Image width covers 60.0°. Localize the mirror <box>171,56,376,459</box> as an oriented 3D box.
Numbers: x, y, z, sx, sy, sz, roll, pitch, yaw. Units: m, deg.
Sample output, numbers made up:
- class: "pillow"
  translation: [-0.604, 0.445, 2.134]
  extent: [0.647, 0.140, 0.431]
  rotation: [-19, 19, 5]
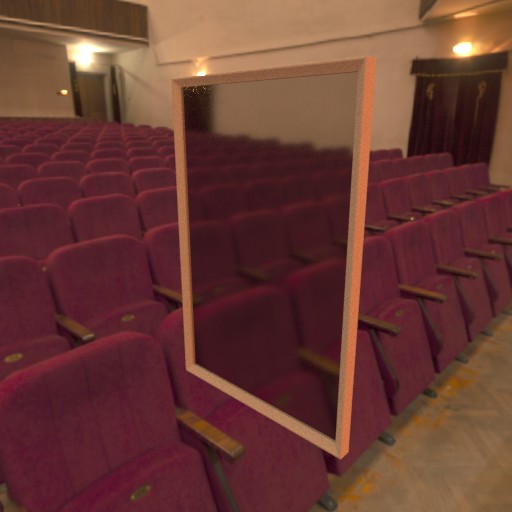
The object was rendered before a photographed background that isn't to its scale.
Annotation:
- class: "mirror"
  translation: [0.000, 0.000, 1.176]
  extent: [0.609, 0.915, 0.041]
  rotation: [15, 22, 41]
